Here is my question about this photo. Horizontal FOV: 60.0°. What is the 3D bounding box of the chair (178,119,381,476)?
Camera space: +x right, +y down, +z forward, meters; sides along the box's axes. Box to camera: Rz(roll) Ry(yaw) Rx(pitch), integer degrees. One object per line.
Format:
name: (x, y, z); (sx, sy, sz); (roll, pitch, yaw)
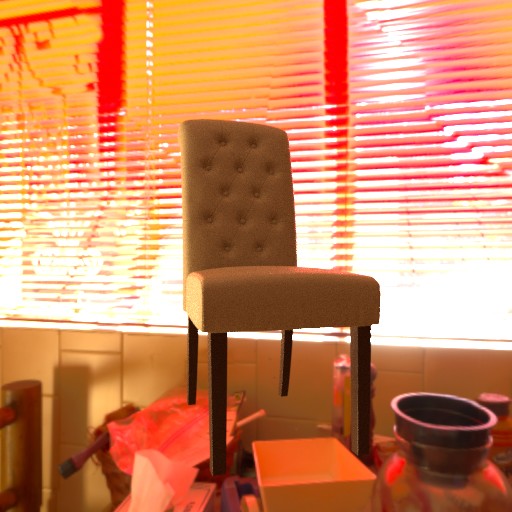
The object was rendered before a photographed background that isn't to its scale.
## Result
chair: (0.000, 0.000, 1.373); (0.456, 1.006, 0.671); (0, -1, -17)
